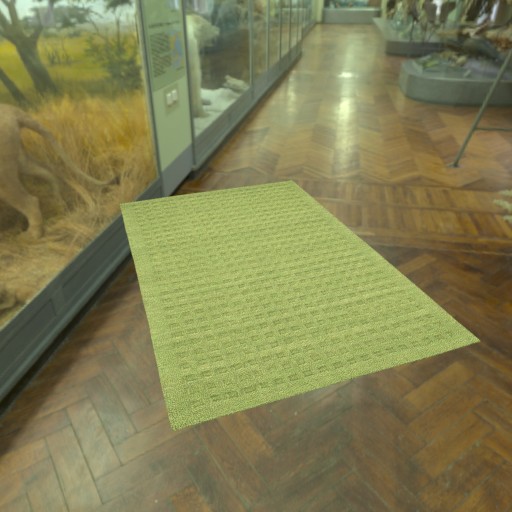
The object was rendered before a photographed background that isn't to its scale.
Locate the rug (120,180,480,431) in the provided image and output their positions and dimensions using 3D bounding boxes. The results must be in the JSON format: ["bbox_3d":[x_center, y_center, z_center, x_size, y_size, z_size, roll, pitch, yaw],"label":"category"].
[{"bbox_3d":[0.000,0.000,2.886,1.529,0.007,2.297,-11,33,-17],"label":"rug"}]
